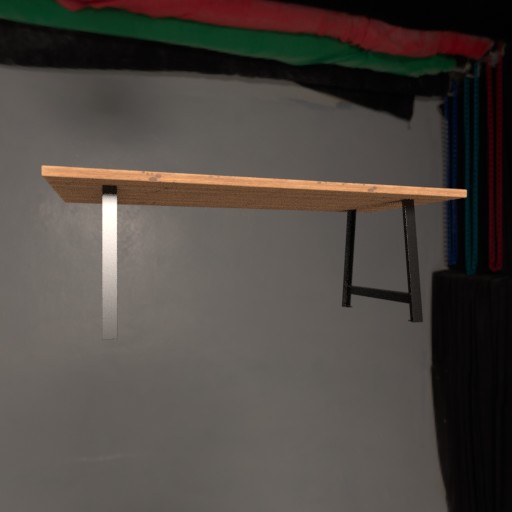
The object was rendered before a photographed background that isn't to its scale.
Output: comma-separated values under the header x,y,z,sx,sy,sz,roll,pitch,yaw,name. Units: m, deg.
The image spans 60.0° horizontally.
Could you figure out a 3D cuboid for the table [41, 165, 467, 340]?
x,y,z,sx,sy,sz,roll,pitch,yaw,name
0.000,0.000,2.653,2.200,0.757,1.000,0,0,-18,table
